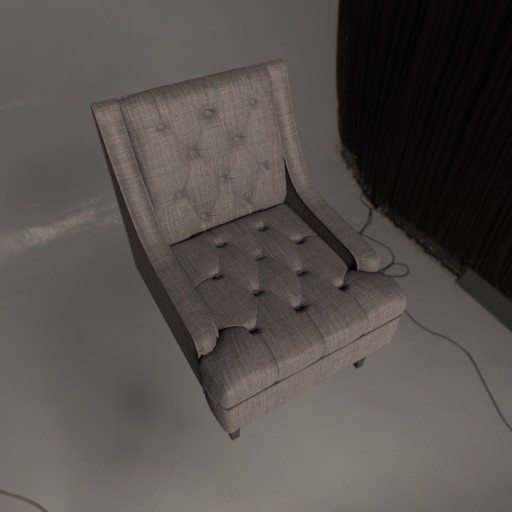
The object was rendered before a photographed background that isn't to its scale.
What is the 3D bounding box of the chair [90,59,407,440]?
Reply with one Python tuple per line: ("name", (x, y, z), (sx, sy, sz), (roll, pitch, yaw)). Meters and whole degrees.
("chair", (0.000, 0.000, 1.424), (0.655, 0.891, 0.771), (-23, 50, -21))
